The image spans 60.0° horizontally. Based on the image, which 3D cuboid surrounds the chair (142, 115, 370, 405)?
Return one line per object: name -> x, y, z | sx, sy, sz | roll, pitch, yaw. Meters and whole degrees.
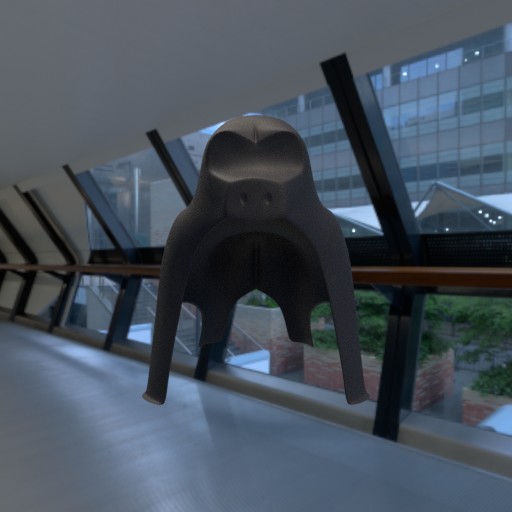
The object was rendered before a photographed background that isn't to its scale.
chair -> 0.000, 0.000, 1.156 | 0.490, 0.600, 0.758 | 0, 0, 0
